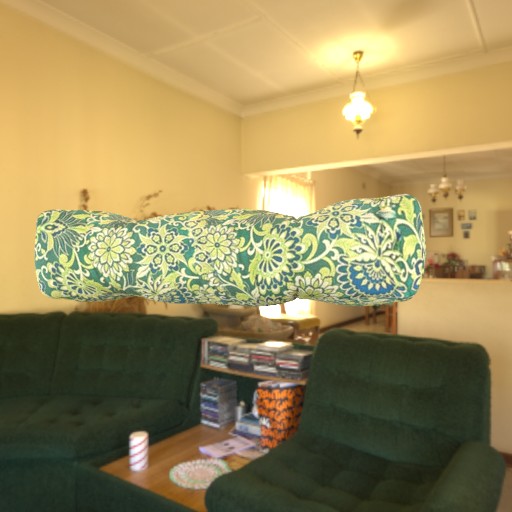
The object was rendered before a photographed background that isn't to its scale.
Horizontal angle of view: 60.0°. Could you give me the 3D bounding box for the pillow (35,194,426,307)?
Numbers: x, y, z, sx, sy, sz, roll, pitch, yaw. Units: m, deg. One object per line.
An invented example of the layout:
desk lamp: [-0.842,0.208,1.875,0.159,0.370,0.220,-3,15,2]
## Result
pillow: [0.000,0.000,0.724,0.490,0.128,0.468,0,0,17]
